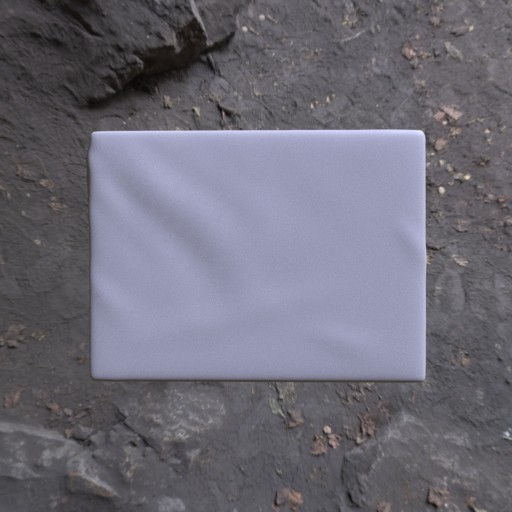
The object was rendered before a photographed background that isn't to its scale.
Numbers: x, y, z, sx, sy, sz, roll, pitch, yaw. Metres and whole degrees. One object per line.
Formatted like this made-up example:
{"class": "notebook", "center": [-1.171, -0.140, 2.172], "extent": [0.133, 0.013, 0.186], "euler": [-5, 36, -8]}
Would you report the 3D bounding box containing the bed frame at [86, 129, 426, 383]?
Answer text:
{"class": "bed frame", "center": [0.000, 0.000, 3.018], "extent": [2.151, 0.667, 1.584], "euler": [0, 90, 1]}
